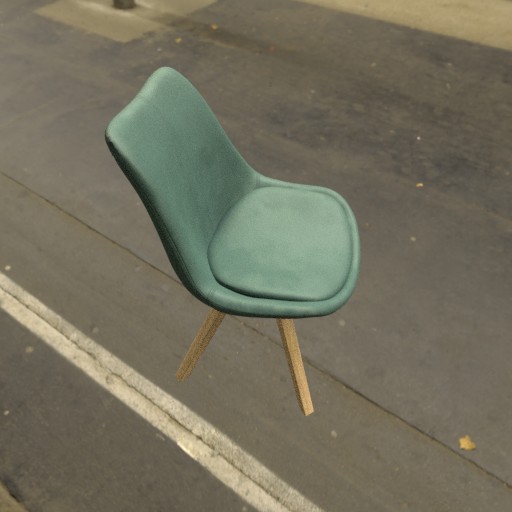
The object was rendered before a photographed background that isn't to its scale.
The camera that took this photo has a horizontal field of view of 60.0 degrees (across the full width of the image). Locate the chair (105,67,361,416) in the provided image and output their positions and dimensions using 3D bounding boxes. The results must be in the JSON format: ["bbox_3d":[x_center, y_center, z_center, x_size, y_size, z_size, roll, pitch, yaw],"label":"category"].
[{"bbox_3d":[0.000,0.000,1.200,0.547,0.865,0.483,10,48,9],"label":"chair"}]
